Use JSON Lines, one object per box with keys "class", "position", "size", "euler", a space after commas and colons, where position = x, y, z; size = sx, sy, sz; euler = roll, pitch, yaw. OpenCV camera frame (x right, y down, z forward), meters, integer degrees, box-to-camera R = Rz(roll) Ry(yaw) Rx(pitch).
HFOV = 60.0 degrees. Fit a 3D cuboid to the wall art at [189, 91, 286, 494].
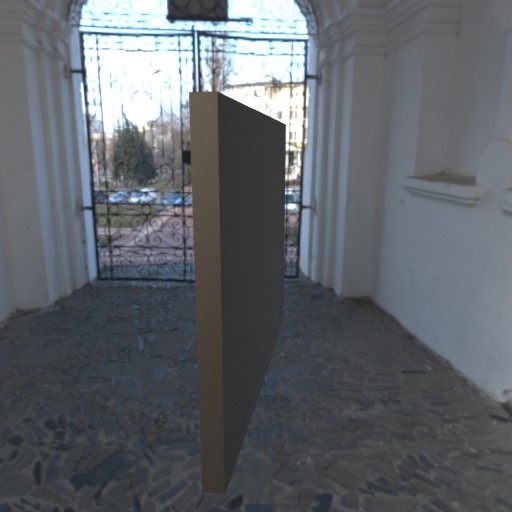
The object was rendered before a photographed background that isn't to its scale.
{"class": "wall art", "position": [0.000, 0.000, 0.748], "size": [0.029, 0.457, 0.558], "euler": [2, 14, 10]}
